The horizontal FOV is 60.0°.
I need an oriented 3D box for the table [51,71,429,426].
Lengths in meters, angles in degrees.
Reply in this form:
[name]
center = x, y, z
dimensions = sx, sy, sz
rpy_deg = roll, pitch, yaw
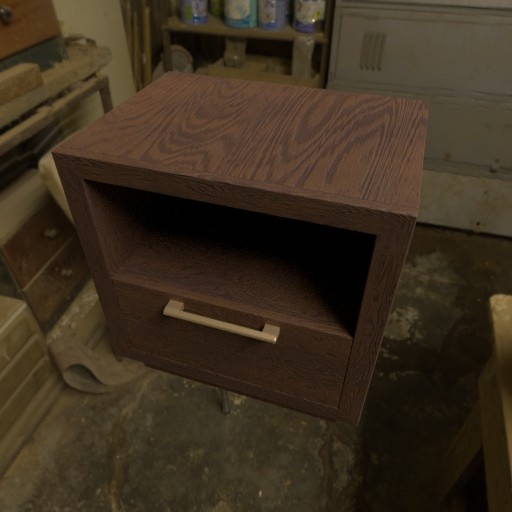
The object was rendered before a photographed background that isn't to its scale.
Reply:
[table]
center = 0.000, 0.000, 0.956
dimensions = 0.560, 0.585, 0.439
rpy_deg = 12, 42, 14
